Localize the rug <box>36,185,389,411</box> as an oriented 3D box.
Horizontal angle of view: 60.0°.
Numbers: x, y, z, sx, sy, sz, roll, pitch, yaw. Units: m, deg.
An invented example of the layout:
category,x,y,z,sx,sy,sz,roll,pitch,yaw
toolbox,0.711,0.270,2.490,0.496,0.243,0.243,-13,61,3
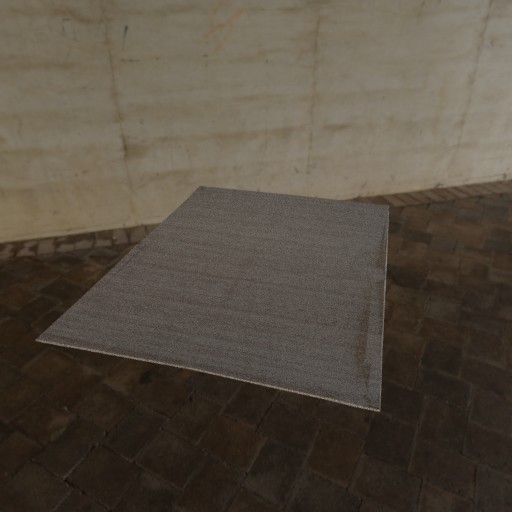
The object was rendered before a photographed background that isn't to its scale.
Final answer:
category,x,y,z,sx,sy,sz,roll,pitch,yaw
rug,0.000,0.000,5.029,2.873,0.053,3.778,8,31,14
